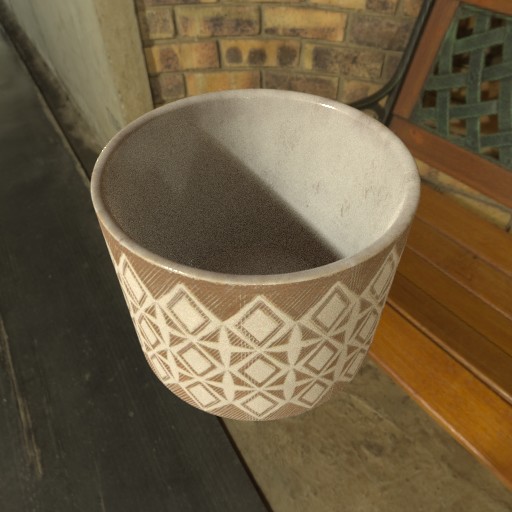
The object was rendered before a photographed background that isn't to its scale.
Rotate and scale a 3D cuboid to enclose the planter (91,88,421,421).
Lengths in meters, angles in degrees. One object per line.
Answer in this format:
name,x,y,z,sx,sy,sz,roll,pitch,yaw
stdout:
planter,0.000,0.000,0.326,0.193,0.165,0.193,0,46,0
